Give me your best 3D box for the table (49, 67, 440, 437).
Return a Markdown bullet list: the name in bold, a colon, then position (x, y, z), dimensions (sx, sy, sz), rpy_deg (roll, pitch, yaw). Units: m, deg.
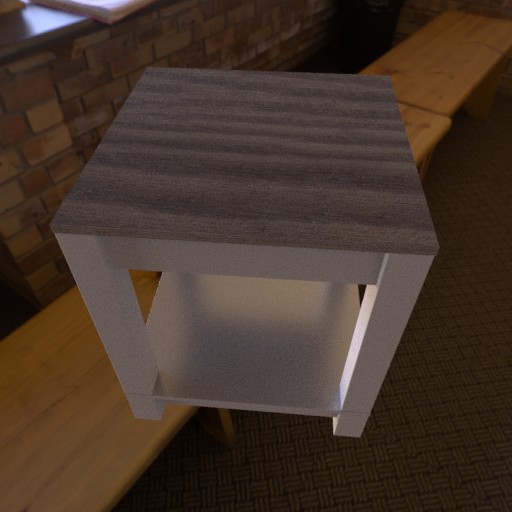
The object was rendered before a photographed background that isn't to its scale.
- **table**: position (0.000, 0.000, 0.957), dimensions (0.506, 0.587, 0.504), rpy_deg (4, 46, 3)
